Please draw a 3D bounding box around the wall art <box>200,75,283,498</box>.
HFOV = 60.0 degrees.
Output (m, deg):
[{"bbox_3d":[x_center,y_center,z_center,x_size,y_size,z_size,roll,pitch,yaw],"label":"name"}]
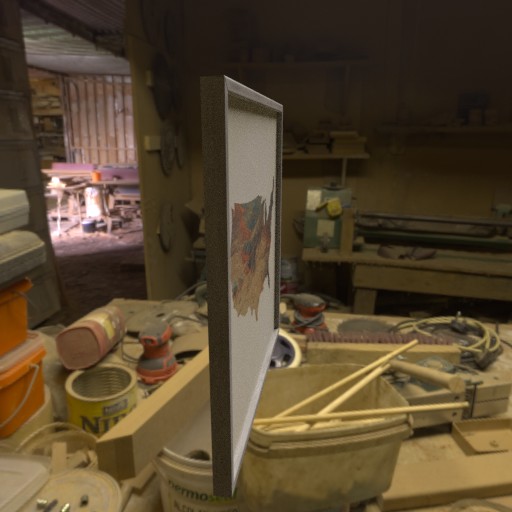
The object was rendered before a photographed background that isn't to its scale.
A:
[{"bbox_3d":[0.000,0.000,0.444,0.015,0.303,0.303,3,16,9],"label":"wall art"}]
